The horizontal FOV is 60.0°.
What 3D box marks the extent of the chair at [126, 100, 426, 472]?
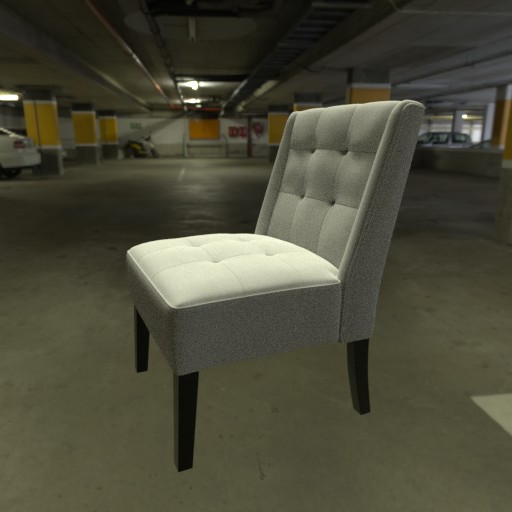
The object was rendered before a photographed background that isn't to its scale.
[{"bbox_3d":[0.000,0.000,1.295,0.676,0.853,0.569,-7,16,-24],"label":"chair"}]
